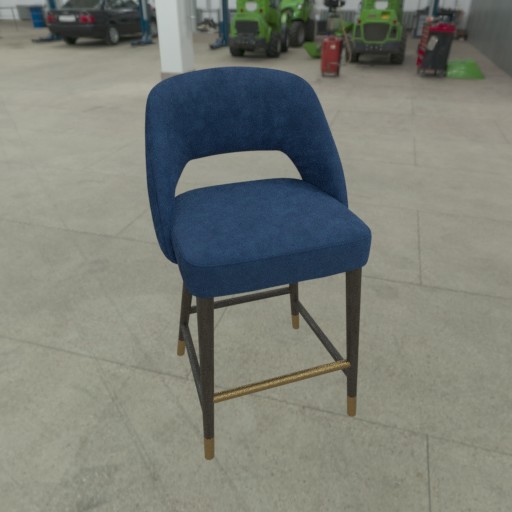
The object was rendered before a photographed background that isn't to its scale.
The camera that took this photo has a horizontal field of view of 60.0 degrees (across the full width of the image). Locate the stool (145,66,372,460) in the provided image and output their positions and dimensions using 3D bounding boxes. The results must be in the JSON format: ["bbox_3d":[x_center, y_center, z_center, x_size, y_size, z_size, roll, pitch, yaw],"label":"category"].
[{"bbox_3d":[0.000,0.000,1.245,0.536,0.925,0.524,-10,32,-16],"label":"stool"}]
